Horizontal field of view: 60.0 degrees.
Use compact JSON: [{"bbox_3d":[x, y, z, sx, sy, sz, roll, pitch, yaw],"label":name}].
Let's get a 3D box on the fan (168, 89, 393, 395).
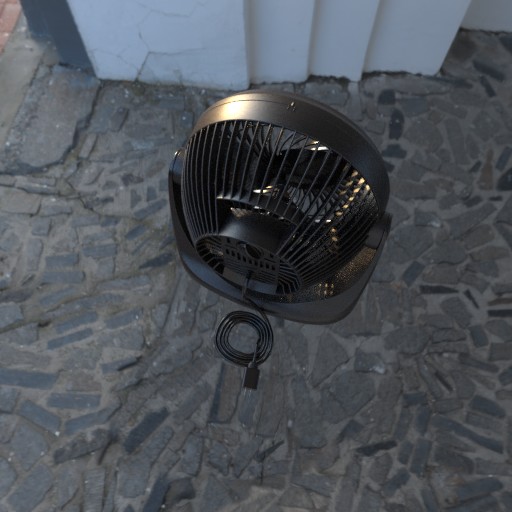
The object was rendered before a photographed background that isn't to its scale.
[{"bbox_3d":[0.000,0.000,0.497,0.273,0.277,0.256,19,66,9],"label":"fan"}]
